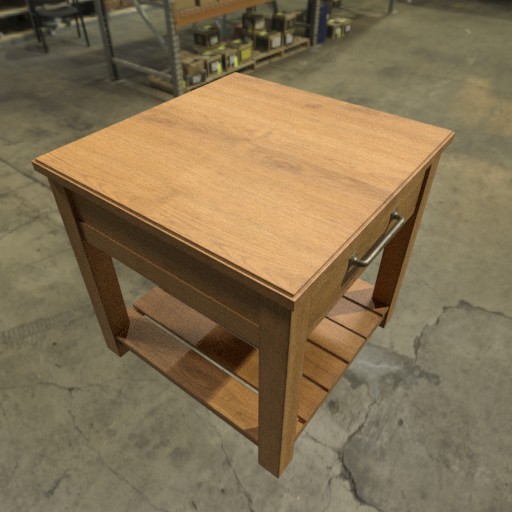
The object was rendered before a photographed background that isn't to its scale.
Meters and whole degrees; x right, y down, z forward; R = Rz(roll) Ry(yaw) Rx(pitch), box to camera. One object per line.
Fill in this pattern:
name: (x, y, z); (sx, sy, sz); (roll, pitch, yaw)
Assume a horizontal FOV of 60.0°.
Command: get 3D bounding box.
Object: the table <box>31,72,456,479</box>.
table: (0.000, 0.000, 1.083); (0.612, 0.593, 0.616); (27, 48, 27)
